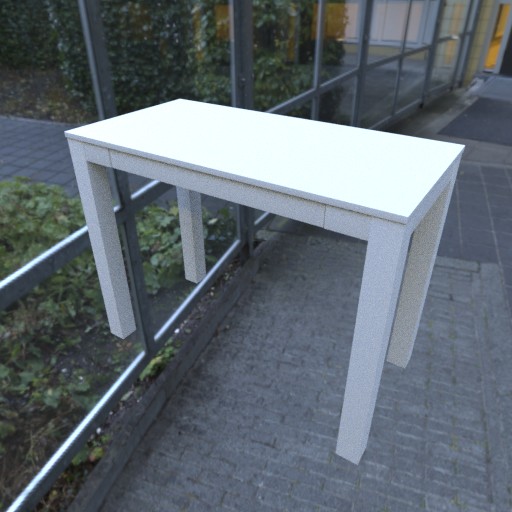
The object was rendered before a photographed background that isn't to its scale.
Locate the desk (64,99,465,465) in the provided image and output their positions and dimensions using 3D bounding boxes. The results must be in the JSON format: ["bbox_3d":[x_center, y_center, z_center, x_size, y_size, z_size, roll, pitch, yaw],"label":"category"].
[{"bbox_3d":[0.000,0.000,1.419,0.990,0.762,0.497,19,37,28],"label":"desk"}]
